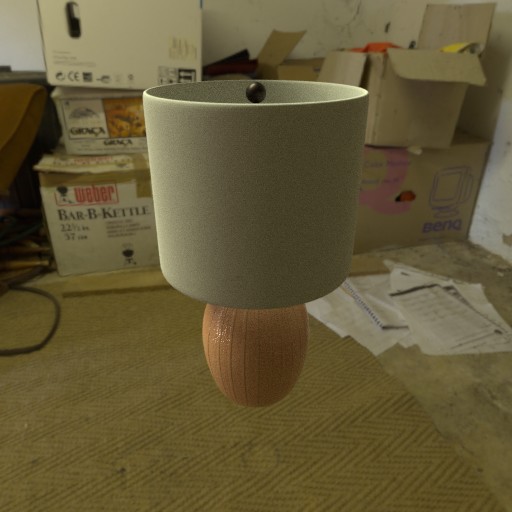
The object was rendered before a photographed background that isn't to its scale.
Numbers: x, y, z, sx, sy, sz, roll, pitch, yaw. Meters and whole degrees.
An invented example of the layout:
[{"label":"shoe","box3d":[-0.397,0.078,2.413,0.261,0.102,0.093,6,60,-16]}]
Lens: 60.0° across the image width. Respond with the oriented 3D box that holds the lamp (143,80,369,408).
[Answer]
[{"label":"lamp","box3d":[0.000,0.000,0.777,0.329,0.570,0.329,0,26,0]}]
